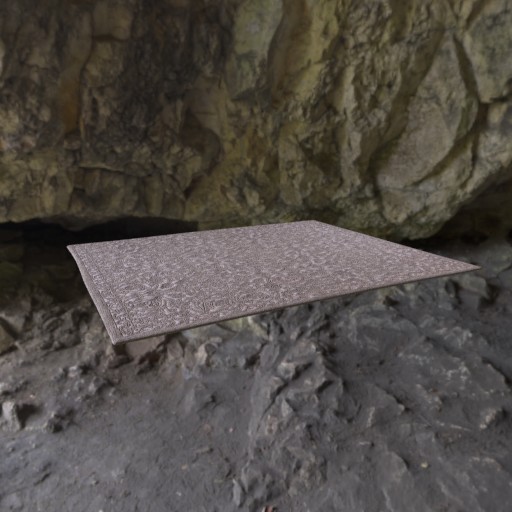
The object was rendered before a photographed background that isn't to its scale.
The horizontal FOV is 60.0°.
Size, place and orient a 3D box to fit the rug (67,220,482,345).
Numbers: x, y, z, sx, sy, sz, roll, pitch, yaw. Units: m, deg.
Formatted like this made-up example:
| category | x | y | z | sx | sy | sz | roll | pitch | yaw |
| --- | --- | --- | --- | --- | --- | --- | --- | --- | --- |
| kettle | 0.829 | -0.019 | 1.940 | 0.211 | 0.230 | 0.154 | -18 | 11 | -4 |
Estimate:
| category | x | y | z | sx | sy | sz | roll | pitch | yaw |
| --- | --- | --- | --- | --- | --- | --- | --- | --- | --- |
| rug | 0.000 | 0.000 | 4.091 | 3.017 | 0.035 | 2.472 | -8 | 17 | -27 |
